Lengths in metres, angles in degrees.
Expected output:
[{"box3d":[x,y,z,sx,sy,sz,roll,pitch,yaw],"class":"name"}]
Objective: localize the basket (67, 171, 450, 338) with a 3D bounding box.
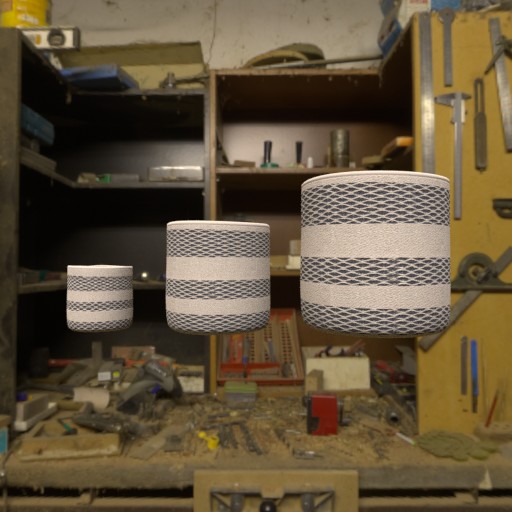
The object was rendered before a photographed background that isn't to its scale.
[{"box3d":[0.000,0.000,1.085,0.917,0.356,0.351,0,0,1],"class":"basket"}]
